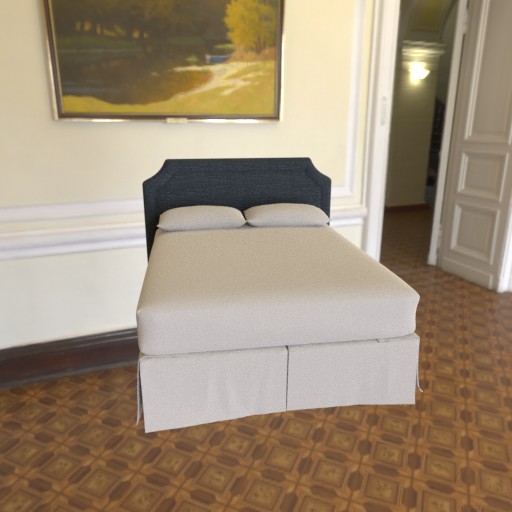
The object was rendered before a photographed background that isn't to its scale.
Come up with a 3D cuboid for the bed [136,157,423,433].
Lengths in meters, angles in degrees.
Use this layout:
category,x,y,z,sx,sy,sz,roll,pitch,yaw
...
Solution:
category,x,y,z,sx,sy,sz,roll,pitch,yaw
bed,0.000,0.000,3.383,1.828,1.297,2.208,-3,17,-8
